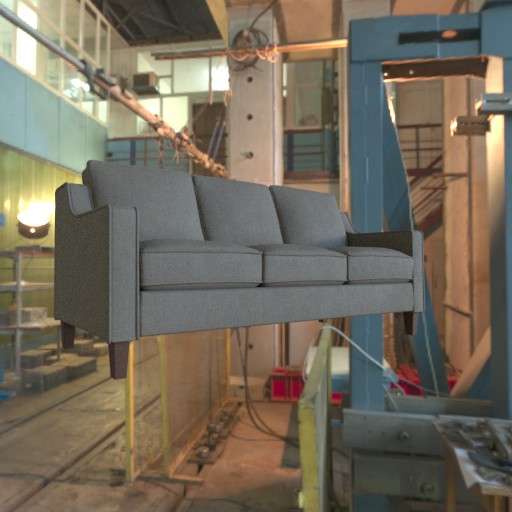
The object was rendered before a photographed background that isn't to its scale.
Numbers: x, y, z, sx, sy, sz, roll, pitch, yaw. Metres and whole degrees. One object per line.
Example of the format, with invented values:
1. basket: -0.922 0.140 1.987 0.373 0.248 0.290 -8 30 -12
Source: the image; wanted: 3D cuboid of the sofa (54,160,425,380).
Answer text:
1. sofa: 0.000 0.000 2.558 1.986 0.974 0.911 1 -2 -36
